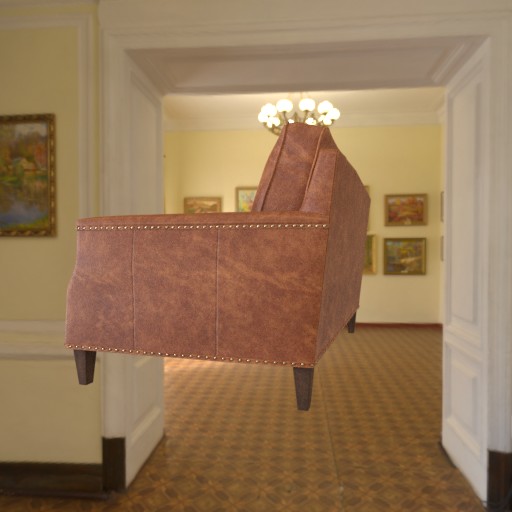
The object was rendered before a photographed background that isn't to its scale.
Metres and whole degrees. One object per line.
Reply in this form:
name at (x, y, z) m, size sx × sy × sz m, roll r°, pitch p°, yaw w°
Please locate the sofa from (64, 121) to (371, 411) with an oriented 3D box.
sofa at (0.000, 0.000, 2.300) m, size 1.084 × 1.003 × 1.597 m, roll 0°, pitch 1°, yaw 18°
